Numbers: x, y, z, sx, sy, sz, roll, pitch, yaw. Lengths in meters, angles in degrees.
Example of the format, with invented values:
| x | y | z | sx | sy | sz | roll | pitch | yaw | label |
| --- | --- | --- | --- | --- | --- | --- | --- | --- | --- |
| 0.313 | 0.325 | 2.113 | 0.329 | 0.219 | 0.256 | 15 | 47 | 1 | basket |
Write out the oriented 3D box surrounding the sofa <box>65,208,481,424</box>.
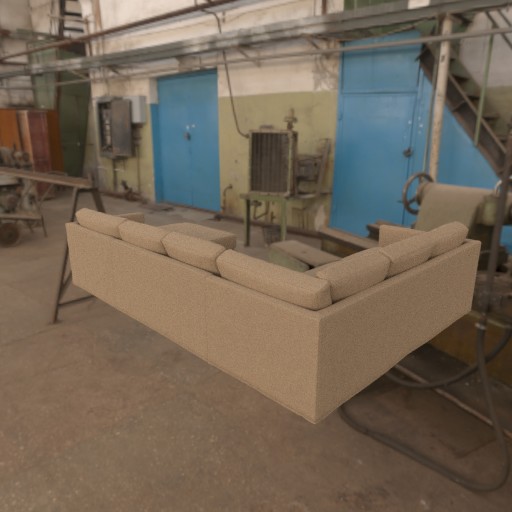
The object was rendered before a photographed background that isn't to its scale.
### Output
| x | y | z | sx | sy | sz | roll | pitch | yaw | label |
| --- | --- | --- | --- | --- | --- | --- | --- | --- | --- |
| 0.000 | 0.000 | 4.496 | 2.427 | 0.882 | 3.460 | -16 | 23 | -42 | sofa |
